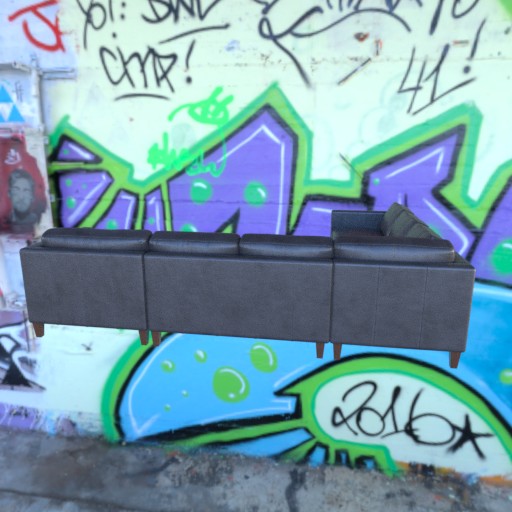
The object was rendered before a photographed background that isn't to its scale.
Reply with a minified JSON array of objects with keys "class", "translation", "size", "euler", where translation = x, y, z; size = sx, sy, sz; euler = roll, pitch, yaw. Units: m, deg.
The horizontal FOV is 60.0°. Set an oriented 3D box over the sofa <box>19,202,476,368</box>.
[{"class":"sofa","translation":[0.000,0.000,4.394],"size":[3.324,0.891,2.452],"euler":[2,15,9]}]
